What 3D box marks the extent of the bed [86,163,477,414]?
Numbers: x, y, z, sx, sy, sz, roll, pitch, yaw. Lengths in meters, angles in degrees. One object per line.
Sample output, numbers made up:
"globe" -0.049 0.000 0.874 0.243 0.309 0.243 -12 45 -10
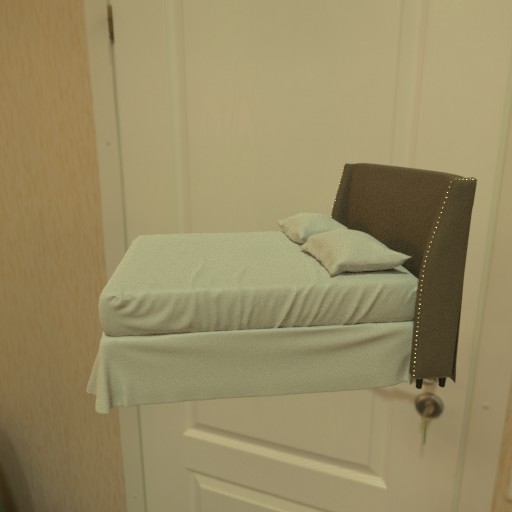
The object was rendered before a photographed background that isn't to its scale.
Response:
"bed" 0.000 0.000 3.392 2.276 1.332 1.925 -2 14 -7
